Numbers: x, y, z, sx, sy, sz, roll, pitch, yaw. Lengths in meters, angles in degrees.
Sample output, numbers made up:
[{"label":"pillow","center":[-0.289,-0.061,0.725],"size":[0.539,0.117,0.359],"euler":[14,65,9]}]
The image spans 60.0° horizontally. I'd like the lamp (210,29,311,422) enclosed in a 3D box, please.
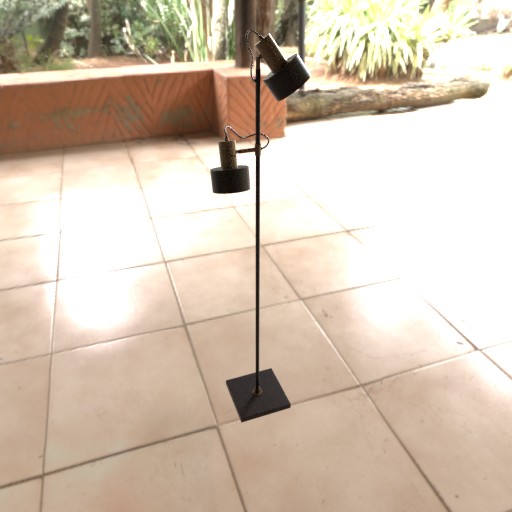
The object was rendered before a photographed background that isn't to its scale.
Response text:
[{"label":"lamp","center":[0.000,0.000,1.646],"size":[0.315,1.505,0.233],"euler":[-11,33,-17]}]
